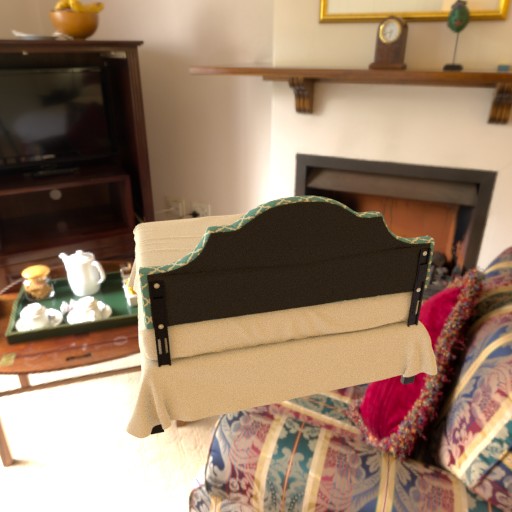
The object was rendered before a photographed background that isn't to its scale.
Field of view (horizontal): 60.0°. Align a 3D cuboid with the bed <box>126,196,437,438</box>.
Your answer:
[{"bbox_3d":[0.000,0.000,3.804,2.314,1.601,2.222,-6,25,-14],"label":"bed"}]
